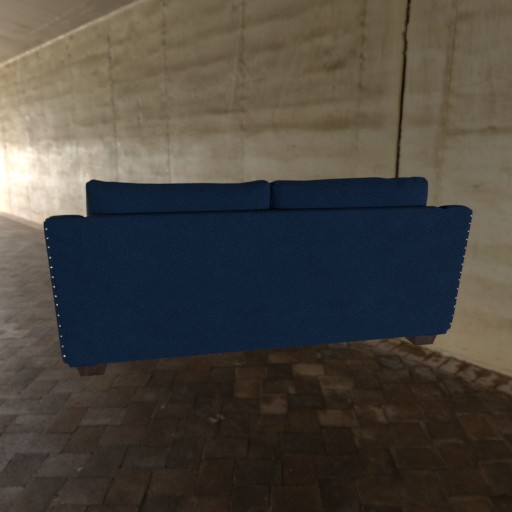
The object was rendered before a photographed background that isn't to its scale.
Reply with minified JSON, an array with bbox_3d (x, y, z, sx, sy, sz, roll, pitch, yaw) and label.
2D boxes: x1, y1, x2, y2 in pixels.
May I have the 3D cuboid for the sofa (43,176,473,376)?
[{"bbox_3d":[0.000,0.000,2.714,2.107,0.983,1.104,-3,13,-11],"label":"sofa"}]
